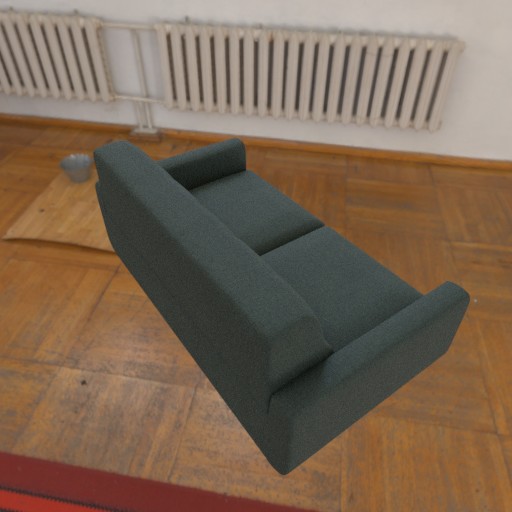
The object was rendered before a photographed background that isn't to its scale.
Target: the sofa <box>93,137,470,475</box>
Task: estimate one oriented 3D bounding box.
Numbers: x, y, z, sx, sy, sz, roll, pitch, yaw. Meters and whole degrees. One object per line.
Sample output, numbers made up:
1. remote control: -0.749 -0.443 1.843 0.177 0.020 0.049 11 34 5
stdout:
1. sofa: 0.000 0.000 2.085 0.909 0.841 1.631 -25 47 -26
